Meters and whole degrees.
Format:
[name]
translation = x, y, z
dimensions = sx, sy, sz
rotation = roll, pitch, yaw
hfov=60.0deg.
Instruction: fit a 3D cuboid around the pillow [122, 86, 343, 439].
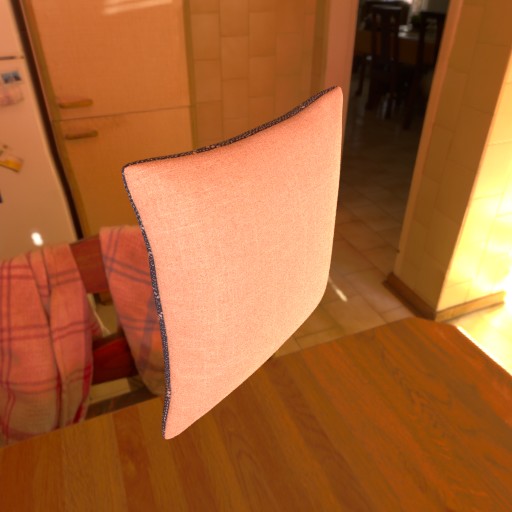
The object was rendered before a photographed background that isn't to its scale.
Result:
[pillow]
translation = 0.000, 0.000, 0.683
dimensions = 0.148, 0.428, 0.435
rotation = 23, 39, 31
